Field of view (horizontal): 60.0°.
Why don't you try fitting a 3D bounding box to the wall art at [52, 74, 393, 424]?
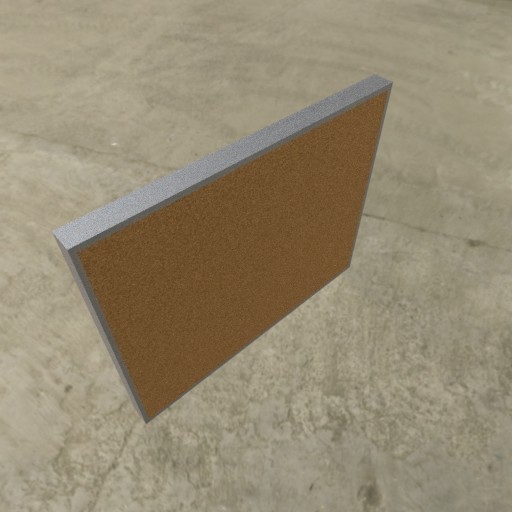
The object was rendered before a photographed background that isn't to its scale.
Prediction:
[{"bbox_3d":[0.000,0.000,0.759,0.557,0.450,0.037,-33,55,-27],"label":"wall art"}]
